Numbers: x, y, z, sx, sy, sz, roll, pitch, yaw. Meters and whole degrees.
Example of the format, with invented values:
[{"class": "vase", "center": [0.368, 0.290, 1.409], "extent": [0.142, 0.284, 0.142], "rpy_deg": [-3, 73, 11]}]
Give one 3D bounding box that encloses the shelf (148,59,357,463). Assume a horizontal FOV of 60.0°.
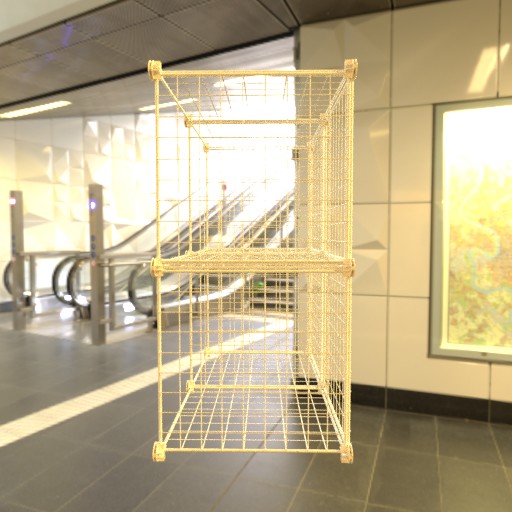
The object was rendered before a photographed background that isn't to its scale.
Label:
[{"class": "shelf", "center": [0.000, 0.000, 1.123], "extent": [0.356, 0.711, 0.711], "rpy_deg": [0, 3, 1]}]
